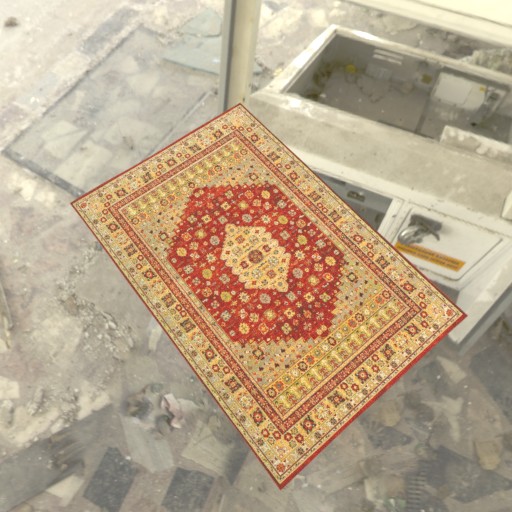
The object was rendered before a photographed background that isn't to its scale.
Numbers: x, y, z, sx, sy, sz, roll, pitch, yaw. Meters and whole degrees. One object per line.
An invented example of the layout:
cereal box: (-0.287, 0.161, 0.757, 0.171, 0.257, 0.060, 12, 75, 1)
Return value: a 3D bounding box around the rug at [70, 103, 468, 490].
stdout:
rug: (0.000, 0.000, 2.299, 1.194, 0.013, 1.802, -36, 69, -16)
